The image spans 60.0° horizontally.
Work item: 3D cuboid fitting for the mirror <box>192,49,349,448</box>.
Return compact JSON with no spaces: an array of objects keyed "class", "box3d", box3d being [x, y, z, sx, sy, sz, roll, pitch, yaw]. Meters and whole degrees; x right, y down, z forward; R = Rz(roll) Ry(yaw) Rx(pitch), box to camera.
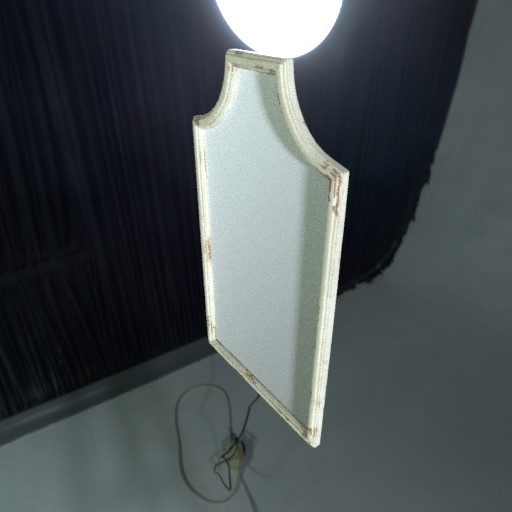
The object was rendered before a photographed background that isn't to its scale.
[{"class":"mirror","box3d":[0.000,0.000,0.858,0.022,0.717,0.403,-21,37,-31]}]
